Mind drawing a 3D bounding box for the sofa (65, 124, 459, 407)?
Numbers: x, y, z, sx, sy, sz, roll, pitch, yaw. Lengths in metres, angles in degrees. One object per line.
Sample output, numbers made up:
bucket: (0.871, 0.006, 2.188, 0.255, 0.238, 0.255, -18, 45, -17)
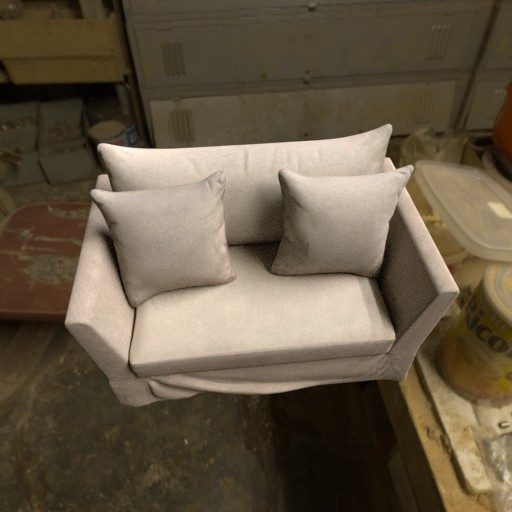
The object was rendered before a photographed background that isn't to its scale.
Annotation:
sofa: (0.000, 0.000, 2.254, 1.608, 1.040, 1.035, -4, 47, -4)
